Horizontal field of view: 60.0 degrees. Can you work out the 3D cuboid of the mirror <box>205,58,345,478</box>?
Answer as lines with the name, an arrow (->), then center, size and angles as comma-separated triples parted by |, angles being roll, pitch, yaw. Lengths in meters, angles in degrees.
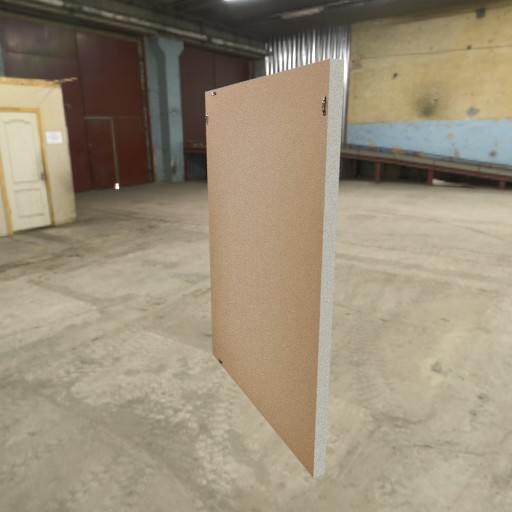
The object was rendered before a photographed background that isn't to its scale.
mirror -> 0.000, 0.000, 1.367 | 0.041, 1.016, 0.762 | -7, 16, -25
